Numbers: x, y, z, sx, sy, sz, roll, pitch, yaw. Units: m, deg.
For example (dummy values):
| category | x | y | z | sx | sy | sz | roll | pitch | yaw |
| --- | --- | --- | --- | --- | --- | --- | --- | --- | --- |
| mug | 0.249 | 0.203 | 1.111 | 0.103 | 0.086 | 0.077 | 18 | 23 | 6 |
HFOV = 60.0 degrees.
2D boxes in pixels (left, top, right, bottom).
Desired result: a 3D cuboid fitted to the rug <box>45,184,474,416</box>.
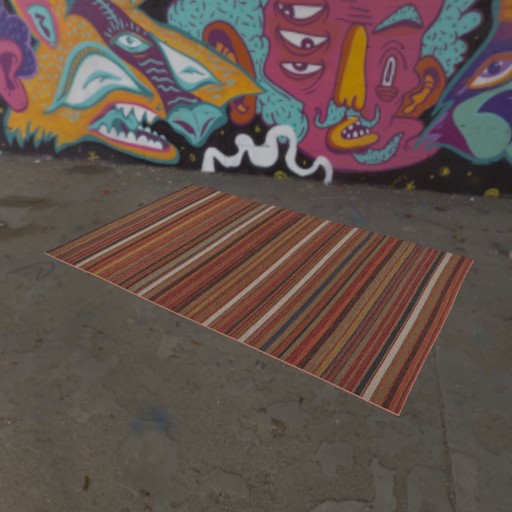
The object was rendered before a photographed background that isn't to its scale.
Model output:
| category | x | y | z | sx | sy | sz | roll | pitch | yaw |
| --- | --- | --- | --- | --- | --- | --- | --- | --- | --- |
| rug | 0.000 | 0.000 | 2.957 | 2.438 | 0.008 | 1.523 | 19 | 35 | 29 |
